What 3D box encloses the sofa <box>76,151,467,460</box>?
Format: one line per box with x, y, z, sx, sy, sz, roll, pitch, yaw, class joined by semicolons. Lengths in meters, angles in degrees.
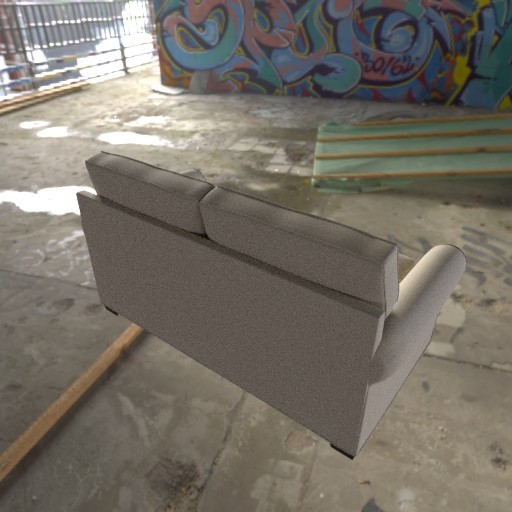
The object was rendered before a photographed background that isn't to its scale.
0.000;0.000;2.215;1.774;0.933;0.861;22;37;31;sofa
